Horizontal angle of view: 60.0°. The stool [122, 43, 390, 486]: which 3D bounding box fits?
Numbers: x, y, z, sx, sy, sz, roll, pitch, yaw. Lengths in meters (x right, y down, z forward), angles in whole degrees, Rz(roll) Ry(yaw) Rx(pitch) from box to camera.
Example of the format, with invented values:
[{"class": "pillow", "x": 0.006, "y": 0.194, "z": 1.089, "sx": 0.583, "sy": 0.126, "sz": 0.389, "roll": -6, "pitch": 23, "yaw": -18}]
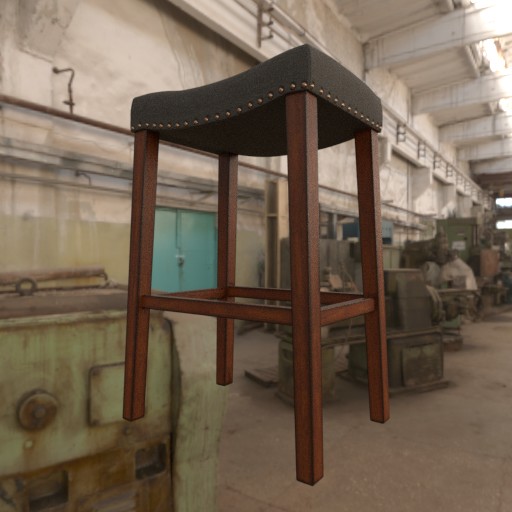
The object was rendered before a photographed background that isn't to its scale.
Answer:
[{"class": "stool", "x": 0.000, "y": 0.000, "z": 1.025, "sx": 0.502, "sy": 0.760, "sz": 0.366, "roll": 1, "pitch": 1, "yaw": 36}]
